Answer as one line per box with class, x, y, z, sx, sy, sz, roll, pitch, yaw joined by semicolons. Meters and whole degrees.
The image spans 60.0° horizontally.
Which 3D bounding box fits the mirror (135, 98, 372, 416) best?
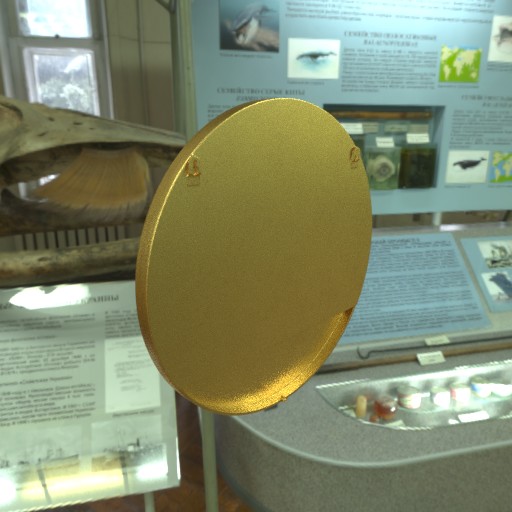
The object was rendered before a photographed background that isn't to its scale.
mirror;0.000;0.000;0.687;0.457;0.457;0.133;-15;22;-42
